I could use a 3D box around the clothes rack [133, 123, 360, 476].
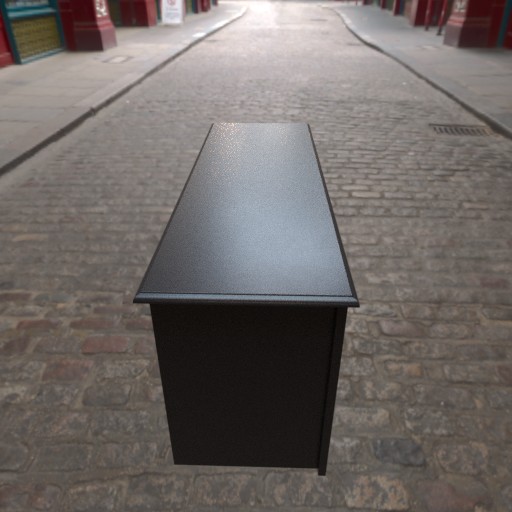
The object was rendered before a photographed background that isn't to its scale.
[{"bbox_3d":[0.000,0.000,1.449,0.406,0.556,1.219,1,31,2],"label":"clothes rack"}]
